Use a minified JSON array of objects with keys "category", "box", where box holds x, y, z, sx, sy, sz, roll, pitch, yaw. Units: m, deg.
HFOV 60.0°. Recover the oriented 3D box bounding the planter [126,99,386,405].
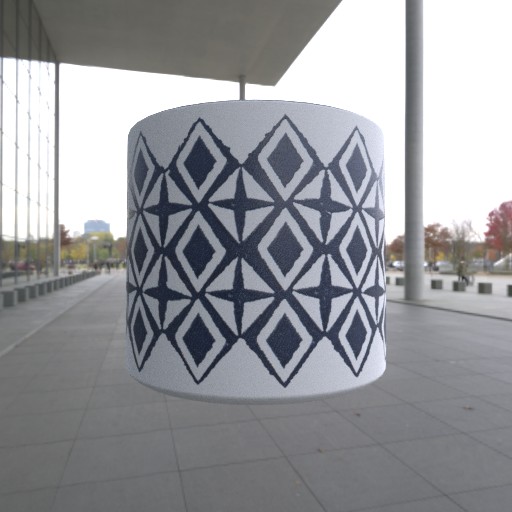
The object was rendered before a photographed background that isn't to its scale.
[{"category":"planter","box":[0.000,0.000,0.399,0.224,0.203,0.224,0,-1,0]}]
